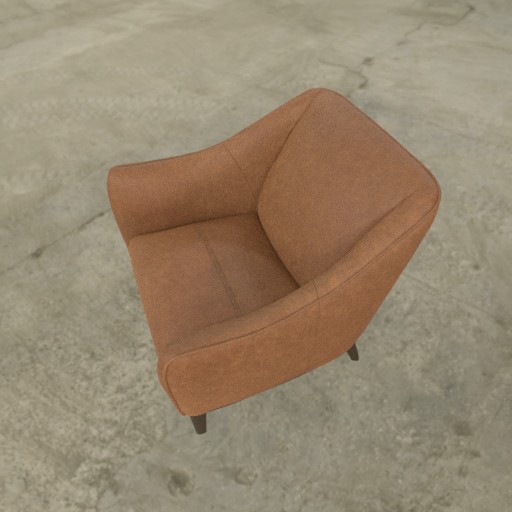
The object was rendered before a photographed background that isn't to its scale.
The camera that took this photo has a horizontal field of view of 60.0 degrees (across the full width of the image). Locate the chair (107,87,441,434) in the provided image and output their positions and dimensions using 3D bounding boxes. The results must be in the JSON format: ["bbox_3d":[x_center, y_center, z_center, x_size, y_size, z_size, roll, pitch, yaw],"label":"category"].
[{"bbox_3d":[0.000,0.000,1.556,0.852,0.830,0.871,-16,48,-15],"label":"chair"}]
